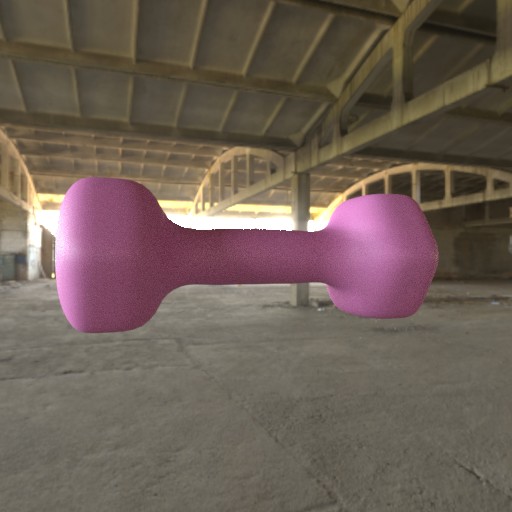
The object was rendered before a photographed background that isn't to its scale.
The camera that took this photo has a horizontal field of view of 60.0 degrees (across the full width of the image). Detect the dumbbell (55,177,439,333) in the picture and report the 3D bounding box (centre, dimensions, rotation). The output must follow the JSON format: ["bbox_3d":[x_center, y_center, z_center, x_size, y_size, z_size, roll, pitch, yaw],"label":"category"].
[{"bbox_3d":[0.000,0.000,0.193,0.159,0.058,0.064,0,-1,-18],"label":"dumbbell"}]
